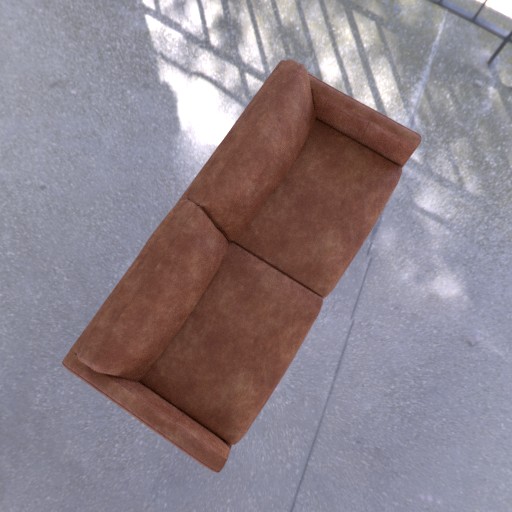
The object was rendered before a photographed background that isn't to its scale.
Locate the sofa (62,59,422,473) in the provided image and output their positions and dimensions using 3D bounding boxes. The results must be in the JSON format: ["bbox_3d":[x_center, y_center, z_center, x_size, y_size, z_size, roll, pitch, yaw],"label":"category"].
[{"bbox_3d":[0.000,0.000,2.427,0.923,0.863,1.971,32,78,8],"label":"sofa"}]
